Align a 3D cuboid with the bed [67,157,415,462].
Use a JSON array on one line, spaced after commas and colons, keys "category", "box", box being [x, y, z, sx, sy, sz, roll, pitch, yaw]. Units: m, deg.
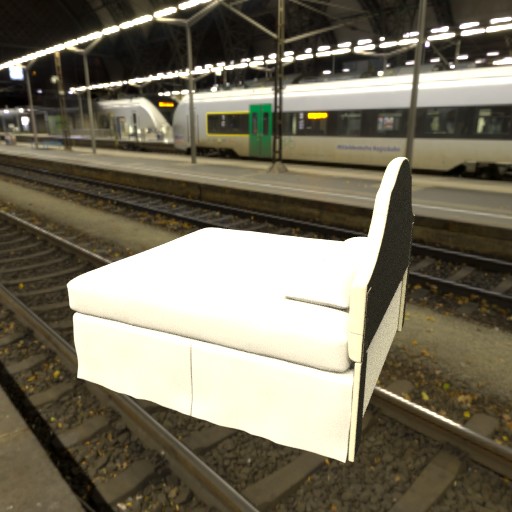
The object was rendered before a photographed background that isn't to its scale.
[{"category": "bed", "box": [0.000, 0.000, 3.440, 2.086, 1.555, 2.012, 8, 18, 24]}]
